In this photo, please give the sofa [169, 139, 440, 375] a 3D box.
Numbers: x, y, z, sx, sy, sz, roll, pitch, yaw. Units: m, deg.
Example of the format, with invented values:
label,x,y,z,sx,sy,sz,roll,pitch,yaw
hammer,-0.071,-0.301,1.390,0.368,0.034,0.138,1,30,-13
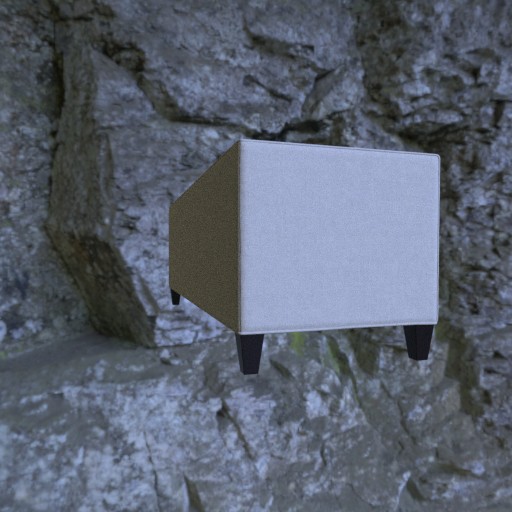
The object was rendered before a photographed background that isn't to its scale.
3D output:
label,x,y,z,sx,sy,sz,roll,pitch,yaw
sofa,0.000,0.000,2.545,0.775,0.762,2.159,0,0,-17
